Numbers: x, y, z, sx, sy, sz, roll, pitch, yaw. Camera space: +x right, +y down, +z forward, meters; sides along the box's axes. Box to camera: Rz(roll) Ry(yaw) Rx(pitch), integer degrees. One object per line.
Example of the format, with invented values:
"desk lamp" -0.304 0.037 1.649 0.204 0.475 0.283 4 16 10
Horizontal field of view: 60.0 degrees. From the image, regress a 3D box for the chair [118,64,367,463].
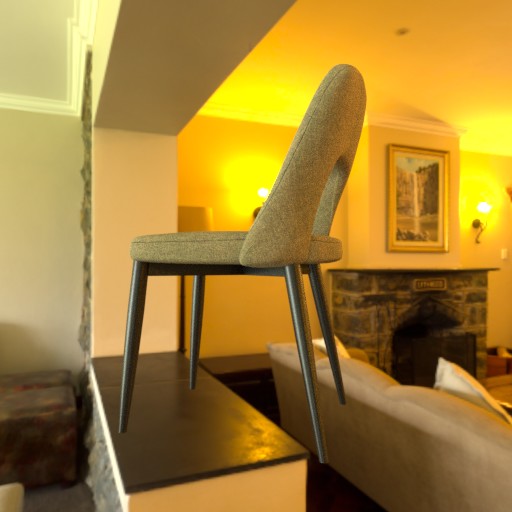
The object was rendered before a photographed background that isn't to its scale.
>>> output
"chair" 0.000 0.000 1.263 0.612 0.931 0.470 0 -1 17
